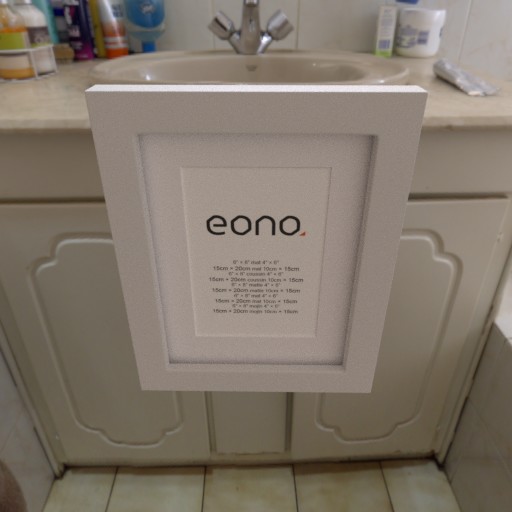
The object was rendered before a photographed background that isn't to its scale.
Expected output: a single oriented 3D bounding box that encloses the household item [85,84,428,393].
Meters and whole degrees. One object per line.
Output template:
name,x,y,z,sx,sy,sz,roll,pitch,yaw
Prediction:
household item,0.000,0.000,0.341,0.200,0.250,0.045,0,31,1
